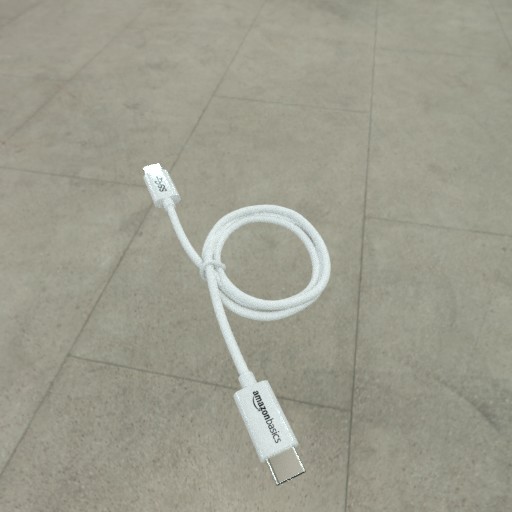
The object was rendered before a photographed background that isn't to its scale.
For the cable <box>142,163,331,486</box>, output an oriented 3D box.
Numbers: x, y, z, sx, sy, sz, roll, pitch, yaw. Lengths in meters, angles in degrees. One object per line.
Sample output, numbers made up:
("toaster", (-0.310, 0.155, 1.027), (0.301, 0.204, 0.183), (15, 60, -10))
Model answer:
("cable", (0.000, 0.000, 0.209), (0.070, 0.014, 0.186), (-18, 50, -16))
